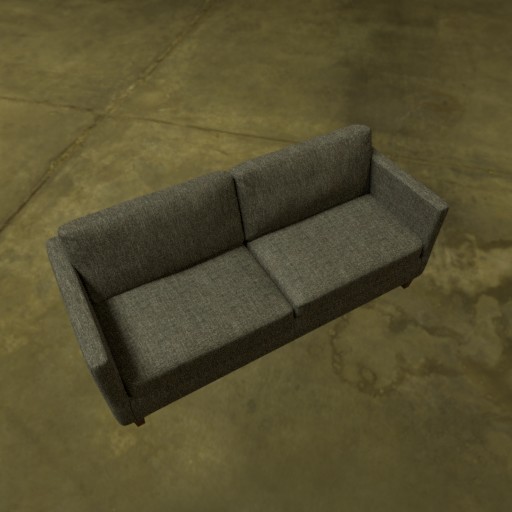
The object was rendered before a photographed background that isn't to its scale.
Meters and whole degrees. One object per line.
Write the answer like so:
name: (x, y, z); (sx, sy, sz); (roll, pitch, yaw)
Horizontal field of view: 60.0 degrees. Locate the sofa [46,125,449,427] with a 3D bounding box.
sofa: (0.000, 0.000, 2.752); (2.208, 0.960, 0.948); (-23, 51, -20)
